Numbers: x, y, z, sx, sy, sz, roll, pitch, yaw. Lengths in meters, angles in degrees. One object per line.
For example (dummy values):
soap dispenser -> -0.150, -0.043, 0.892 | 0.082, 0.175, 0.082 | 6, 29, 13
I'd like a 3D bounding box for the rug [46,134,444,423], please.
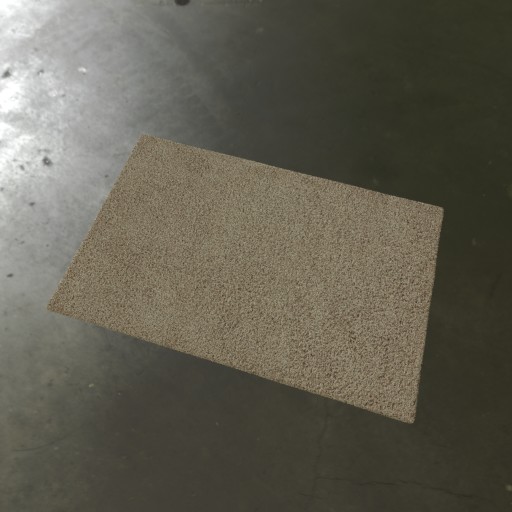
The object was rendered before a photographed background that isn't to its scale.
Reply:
rug -> 0.000, 0.000, 3.508 | 2.743, 0.030, 1.778 | 15, 64, 8
